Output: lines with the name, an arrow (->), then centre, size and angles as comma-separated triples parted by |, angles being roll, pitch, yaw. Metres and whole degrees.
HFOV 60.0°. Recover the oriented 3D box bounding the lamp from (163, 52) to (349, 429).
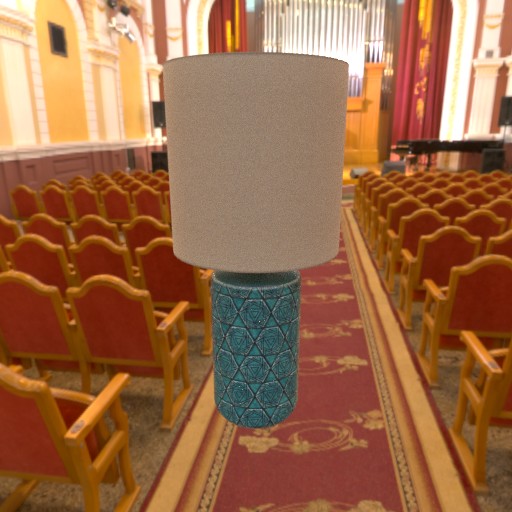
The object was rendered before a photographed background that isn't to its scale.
lamp -> 0.000, 0.000, 0.756 | 0.278, 0.597, 0.278 | 2, 16, 8
